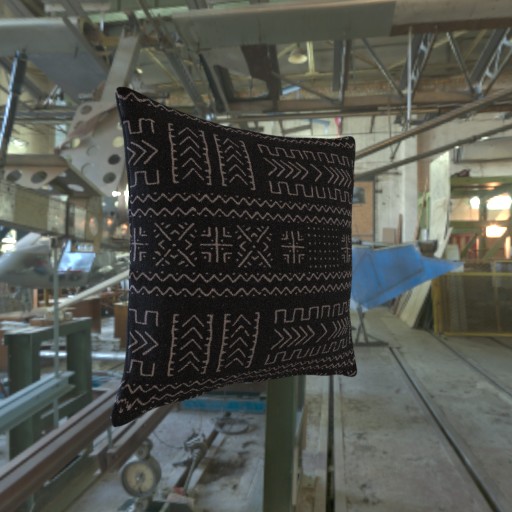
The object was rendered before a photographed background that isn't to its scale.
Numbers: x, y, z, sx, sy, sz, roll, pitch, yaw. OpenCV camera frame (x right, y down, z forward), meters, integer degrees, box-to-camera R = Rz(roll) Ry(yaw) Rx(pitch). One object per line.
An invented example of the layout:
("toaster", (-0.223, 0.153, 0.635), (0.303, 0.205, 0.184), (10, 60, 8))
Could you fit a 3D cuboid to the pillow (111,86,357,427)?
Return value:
("pillow", (0.000, 0.000, 0.670), (0.438, 0.430, 0.164), (0, 0, -36))
